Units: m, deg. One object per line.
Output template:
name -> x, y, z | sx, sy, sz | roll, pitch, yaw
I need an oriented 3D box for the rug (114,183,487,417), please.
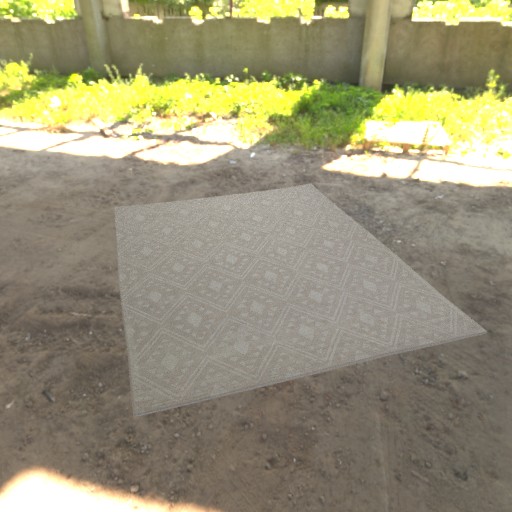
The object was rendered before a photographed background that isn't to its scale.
rug -> 0.000, 0.000, 3.990 | 2.399, 0.054, 3.011 | -9, 31, -15
